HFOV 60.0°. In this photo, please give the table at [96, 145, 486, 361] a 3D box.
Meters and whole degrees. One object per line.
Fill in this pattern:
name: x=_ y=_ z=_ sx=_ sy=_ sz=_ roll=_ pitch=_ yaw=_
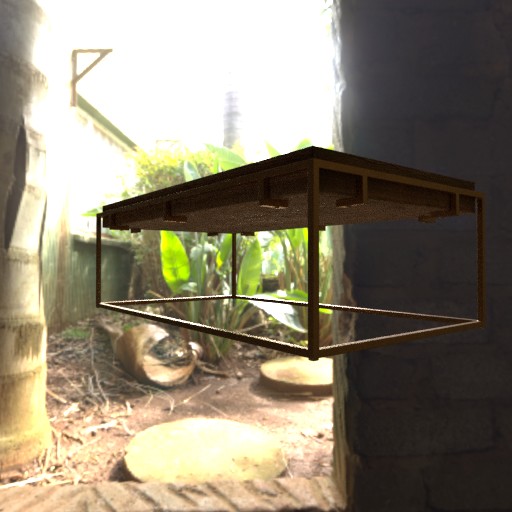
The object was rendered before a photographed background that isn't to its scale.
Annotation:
table: x=0.000 y=0.000 z=1.721 sx=0.775 sy=0.468 sz=1.387 roll=1 pitch=-1 yaw=-38
